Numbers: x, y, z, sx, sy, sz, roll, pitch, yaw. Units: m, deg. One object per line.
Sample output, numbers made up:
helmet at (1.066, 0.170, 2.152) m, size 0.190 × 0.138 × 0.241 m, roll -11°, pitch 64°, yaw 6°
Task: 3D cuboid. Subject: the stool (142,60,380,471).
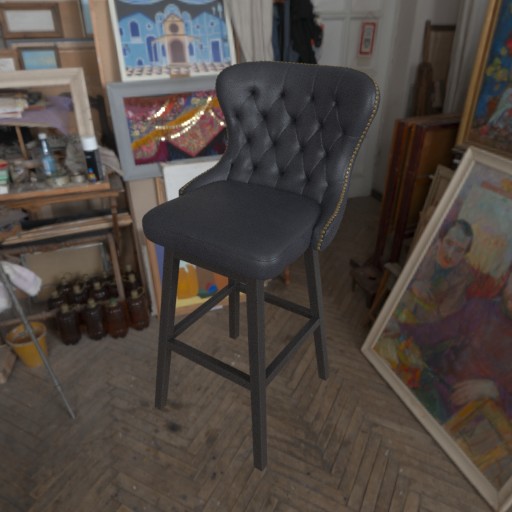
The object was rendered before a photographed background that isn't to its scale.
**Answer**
stool at (0.000, 0.000, 1.373) m, size 0.528 × 1.050 × 0.601 m, roll 18°, pitch 35°, yaw 29°
